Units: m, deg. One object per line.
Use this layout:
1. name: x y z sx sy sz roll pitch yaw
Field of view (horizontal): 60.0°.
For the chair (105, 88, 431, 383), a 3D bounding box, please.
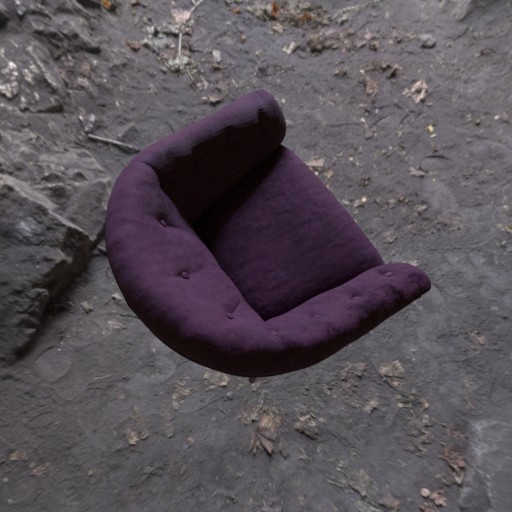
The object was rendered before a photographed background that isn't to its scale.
1. chair: 0.000 0.000 1.509 0.776 0.885 0.851 -35 78 -9
